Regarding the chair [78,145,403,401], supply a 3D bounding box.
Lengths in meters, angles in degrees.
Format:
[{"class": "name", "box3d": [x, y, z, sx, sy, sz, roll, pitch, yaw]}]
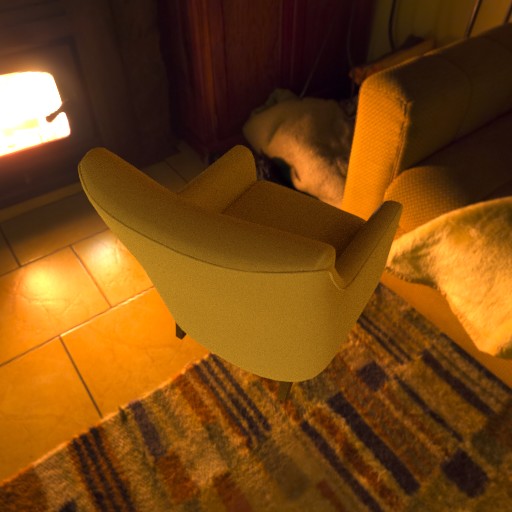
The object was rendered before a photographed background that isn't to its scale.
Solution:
[{"class": "chair", "box3d": [0.000, 0.000, 1.568, 0.756, 0.916, 0.879, 25, 51, 22]}]
